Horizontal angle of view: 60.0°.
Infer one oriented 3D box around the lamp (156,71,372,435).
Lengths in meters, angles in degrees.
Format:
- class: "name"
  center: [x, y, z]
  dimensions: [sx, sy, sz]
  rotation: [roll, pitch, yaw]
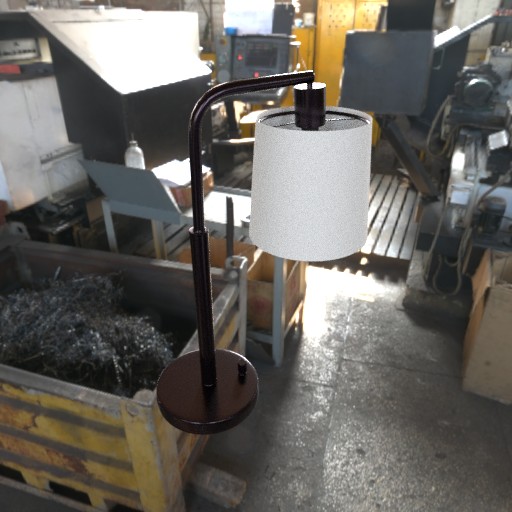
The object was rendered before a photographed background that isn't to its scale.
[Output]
- class: "lamp"
  center: [0.000, 0.000, 0.637]
  dimensions: [0.333, 0.489, 0.171]
  rotation: [-10, 31, -18]
